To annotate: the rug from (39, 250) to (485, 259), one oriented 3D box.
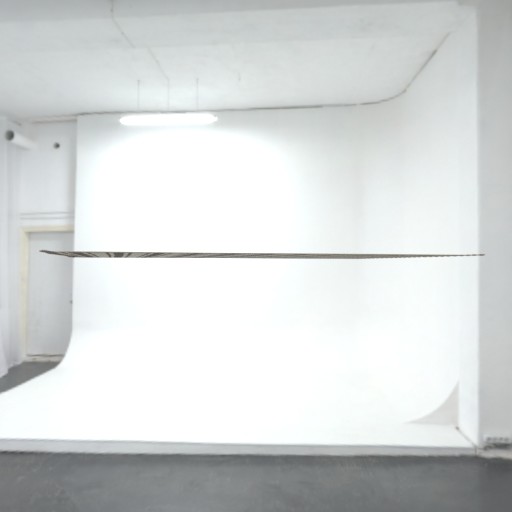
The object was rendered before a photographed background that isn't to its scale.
[{"bbox_3d":[0.000,0.000,2.536,2.096,0.011,1.229,0,-1,-17],"label":"rug"}]
